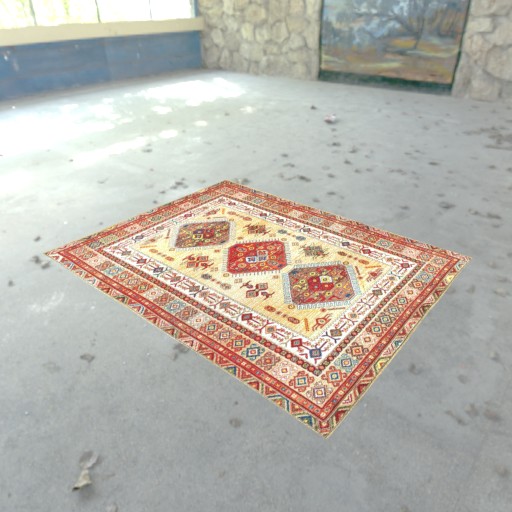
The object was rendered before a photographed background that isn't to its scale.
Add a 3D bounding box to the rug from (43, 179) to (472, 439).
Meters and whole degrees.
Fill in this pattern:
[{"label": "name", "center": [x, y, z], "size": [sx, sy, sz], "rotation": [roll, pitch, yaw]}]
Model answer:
[{"label": "rug", "center": [0.000, 0.000, 4.035], "size": [3.067, 0.005, 2.460], "rotation": [23, 38, 34]}]
